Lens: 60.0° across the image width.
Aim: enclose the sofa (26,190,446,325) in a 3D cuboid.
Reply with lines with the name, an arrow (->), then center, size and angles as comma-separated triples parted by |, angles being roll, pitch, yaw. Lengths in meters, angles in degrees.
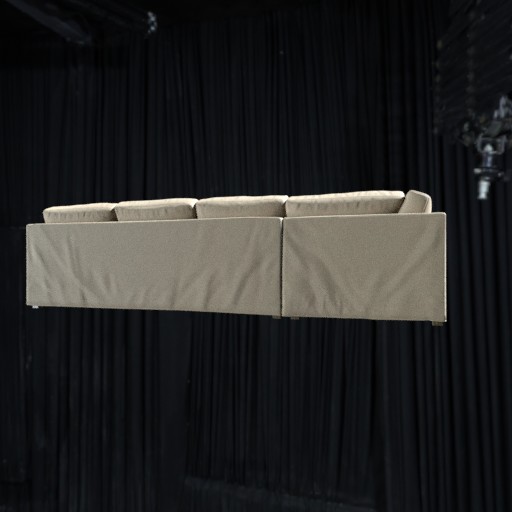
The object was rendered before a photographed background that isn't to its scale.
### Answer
sofa -> 0.000, 0.000, 4.275 | 3.182, 0.871, 2.432 | 0, 0, 18
